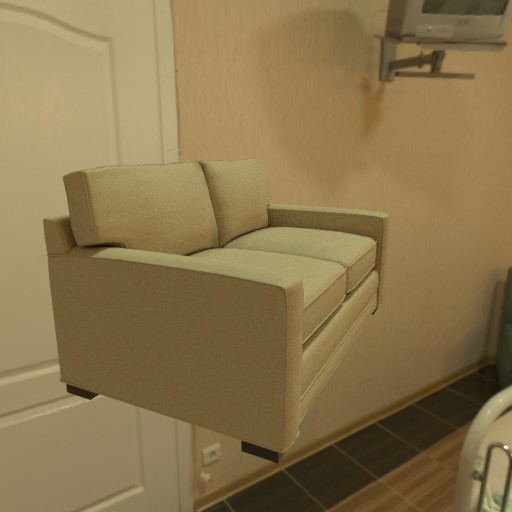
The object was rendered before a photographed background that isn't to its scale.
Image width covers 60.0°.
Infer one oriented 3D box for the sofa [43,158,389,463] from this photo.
[{"bbox_3d":[0.000,0.000,2.037,0.942,0.853,1.484,7,15,25],"label":"sofa"}]
